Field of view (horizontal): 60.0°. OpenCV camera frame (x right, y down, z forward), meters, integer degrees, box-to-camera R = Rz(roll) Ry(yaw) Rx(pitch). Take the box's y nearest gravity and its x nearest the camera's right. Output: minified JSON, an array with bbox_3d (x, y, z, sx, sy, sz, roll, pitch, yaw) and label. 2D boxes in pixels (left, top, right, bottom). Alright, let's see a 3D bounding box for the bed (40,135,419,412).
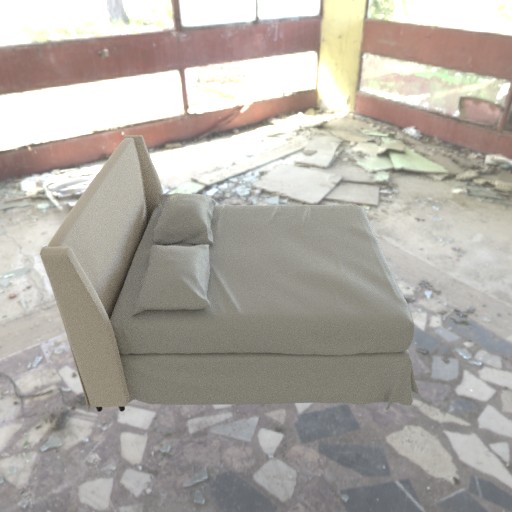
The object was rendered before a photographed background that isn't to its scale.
[{"bbox_3d":[0.000,0.000,3.429,2.276,1.332,1.925,0,34,0],"label":"bed"}]
